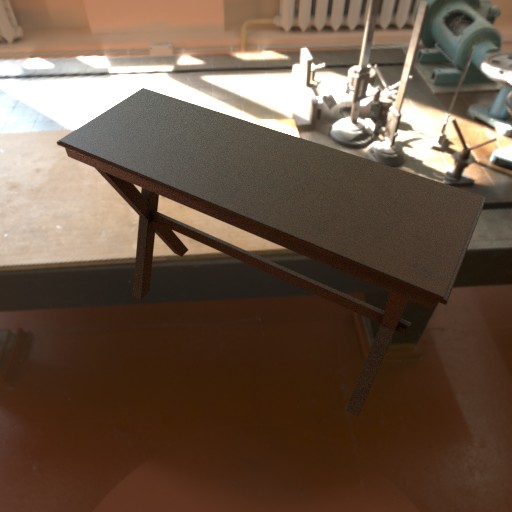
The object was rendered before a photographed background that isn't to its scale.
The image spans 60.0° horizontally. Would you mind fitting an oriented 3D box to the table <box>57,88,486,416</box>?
[{"bbox_3d":[0.000,0.000,1.554,1.197,0.763,0.399,24,52,20],"label":"table"}]
